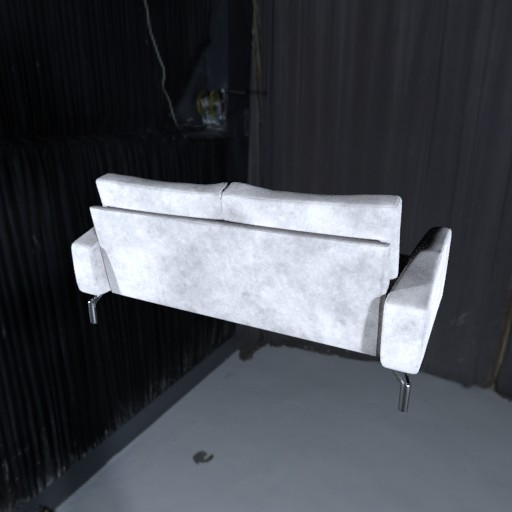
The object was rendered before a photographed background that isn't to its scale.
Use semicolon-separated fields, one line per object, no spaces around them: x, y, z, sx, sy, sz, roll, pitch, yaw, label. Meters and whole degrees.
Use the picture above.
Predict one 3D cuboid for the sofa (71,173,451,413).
0.000;0.000;2.367;1.837;0.859;0.849;9;20;26;sofa
